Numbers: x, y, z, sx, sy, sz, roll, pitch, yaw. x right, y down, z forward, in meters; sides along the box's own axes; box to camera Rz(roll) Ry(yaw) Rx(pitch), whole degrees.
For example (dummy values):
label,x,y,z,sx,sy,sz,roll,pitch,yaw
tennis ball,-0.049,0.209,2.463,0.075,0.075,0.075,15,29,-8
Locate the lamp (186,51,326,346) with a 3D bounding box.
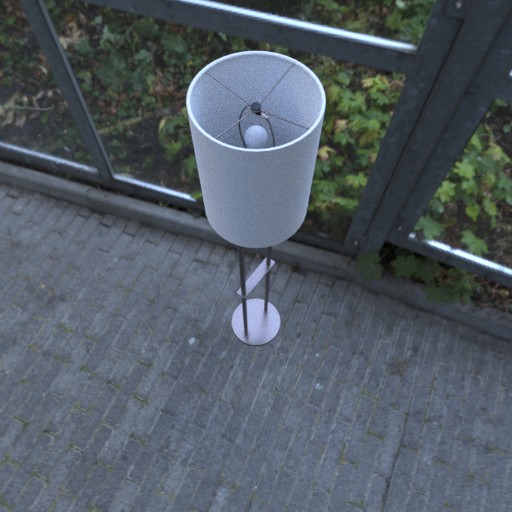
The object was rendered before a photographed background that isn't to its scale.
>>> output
label,x,y,z,sx,sy,sz,roll,pitch,yaw
lamp,0.000,0.000,1.635,0.305,1.500,0.306,34,67,16
